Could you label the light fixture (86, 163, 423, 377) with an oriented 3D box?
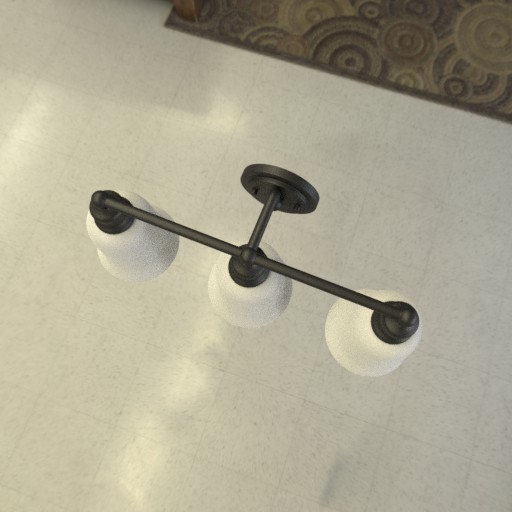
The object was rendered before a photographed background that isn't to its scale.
[{"bbox_3d":[0.000,0.000,0.666,0.570,0.211,0.198,21,76,5],"label":"light fixture"}]
